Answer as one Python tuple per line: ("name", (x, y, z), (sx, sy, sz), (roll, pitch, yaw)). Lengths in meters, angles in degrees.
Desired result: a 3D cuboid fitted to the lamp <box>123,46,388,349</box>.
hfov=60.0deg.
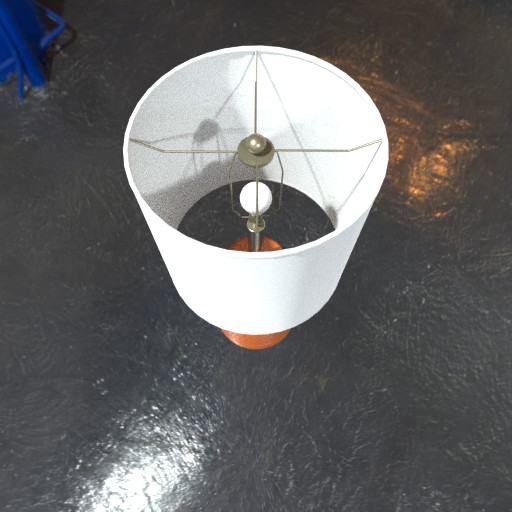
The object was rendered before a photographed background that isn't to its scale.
("lamp", (0.000, 0.000, 1.095), (0.418, 0.871, 0.418), (36, 70, 16))
